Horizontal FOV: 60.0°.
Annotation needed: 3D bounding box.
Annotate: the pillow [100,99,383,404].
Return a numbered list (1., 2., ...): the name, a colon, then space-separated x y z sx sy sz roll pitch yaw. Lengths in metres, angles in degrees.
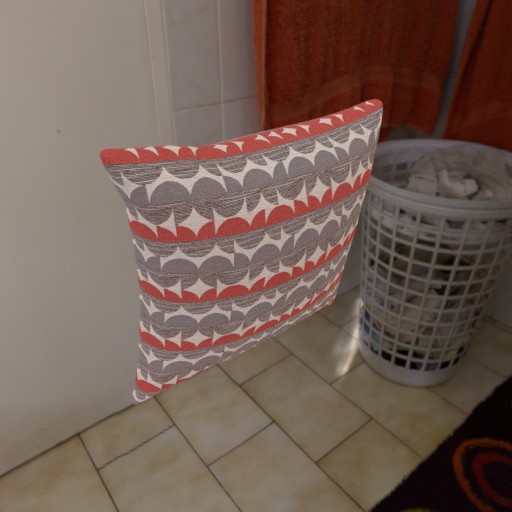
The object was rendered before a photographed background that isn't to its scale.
1. pillow: 0.000 0.000 0.657 0.420 0.410 0.180 -21 37 -30
